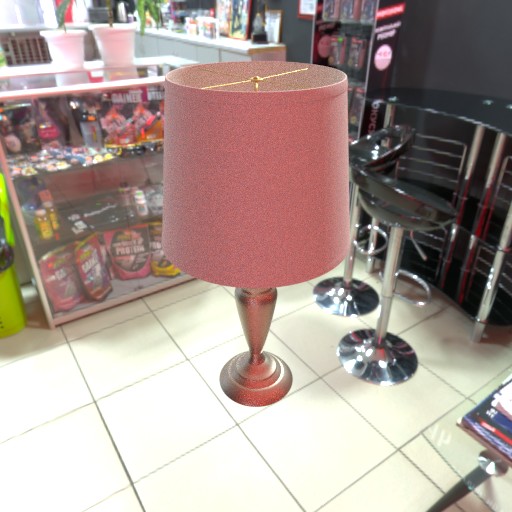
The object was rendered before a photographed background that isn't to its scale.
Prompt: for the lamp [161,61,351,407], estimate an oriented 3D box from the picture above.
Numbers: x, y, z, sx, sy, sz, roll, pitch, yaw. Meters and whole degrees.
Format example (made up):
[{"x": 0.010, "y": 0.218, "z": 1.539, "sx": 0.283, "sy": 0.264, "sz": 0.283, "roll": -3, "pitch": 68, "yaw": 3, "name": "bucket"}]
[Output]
[{"x": 0.000, "y": 0.000, "z": 0.804, "sx": 0.328, "sy": 0.619, "sz": 0.328, "roll": 0, "pitch": 31, "yaw": 0, "name": "lamp"}]
